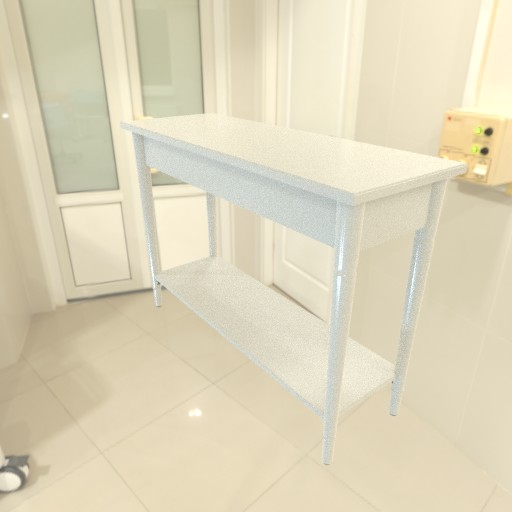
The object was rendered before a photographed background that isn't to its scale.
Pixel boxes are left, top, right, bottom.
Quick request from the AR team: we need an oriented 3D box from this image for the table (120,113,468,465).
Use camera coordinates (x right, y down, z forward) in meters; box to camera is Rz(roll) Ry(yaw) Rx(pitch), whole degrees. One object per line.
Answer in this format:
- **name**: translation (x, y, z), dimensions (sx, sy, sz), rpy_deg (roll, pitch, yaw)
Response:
- **table**: translation (0.000, 0.000, 1.430), dimensions (0.381, 0.749, 1.067), rpy_deg (-18, 31, -33)
